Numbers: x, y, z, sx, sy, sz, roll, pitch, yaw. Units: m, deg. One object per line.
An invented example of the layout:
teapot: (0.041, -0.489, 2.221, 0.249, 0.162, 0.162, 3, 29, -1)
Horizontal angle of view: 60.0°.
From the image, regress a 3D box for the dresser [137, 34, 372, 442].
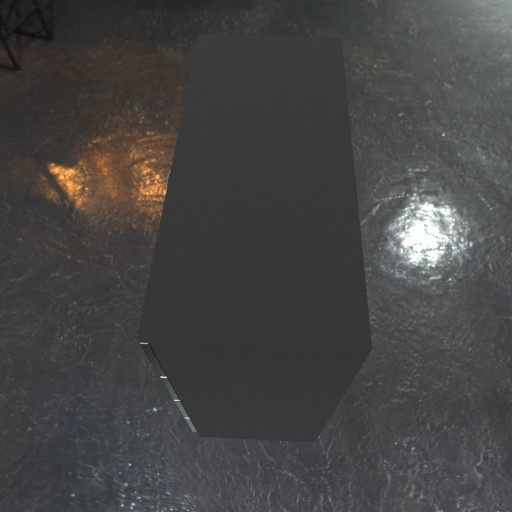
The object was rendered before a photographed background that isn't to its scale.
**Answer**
dresser: (0.000, 0.000, 1.127, 0.360, 0.720, 0.750, 2, 58, 1)
